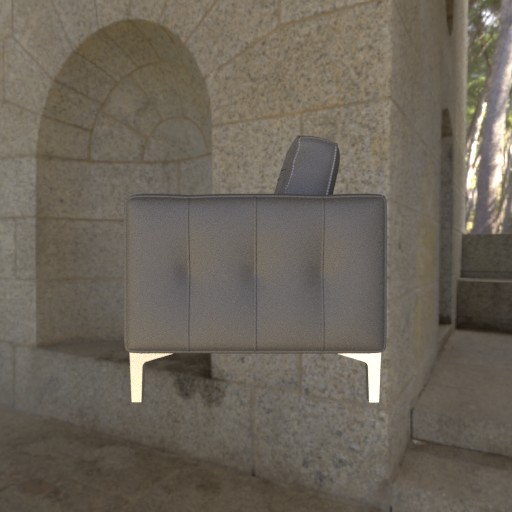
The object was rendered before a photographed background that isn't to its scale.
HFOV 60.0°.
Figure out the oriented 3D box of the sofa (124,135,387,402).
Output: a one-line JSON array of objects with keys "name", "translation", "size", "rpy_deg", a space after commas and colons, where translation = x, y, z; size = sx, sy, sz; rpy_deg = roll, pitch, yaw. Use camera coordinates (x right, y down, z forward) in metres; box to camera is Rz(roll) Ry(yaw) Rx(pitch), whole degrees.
[{"name": "sofa", "translation": [0.000, 0.000, 2.197], "size": [0.833, 0.892, 1.726], "rpy_deg": [0, 1, 0]}]
